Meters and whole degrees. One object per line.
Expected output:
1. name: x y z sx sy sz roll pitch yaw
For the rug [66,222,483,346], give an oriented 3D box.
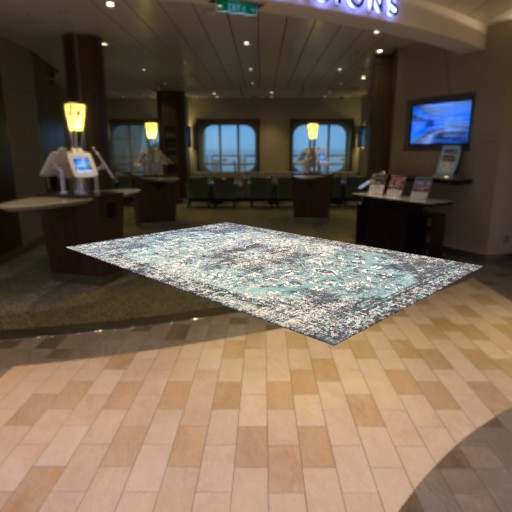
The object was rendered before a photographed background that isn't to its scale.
1. rug: 0.000 0.000 2.304 1.828 0.005 1.219 13 19 43
